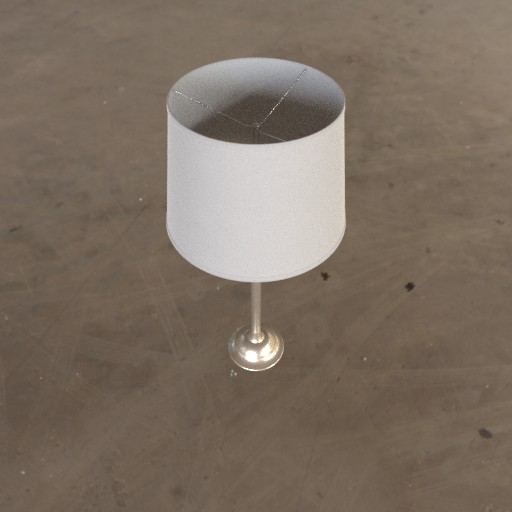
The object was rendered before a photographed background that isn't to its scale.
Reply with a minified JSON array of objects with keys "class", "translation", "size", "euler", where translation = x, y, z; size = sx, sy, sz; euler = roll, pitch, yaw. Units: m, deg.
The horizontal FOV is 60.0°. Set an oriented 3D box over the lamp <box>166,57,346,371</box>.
[{"class":"lamp","translation":[0.000,0.000,0.910],"size":[0.331,0.698,0.331],"euler":[0,47,0]}]
